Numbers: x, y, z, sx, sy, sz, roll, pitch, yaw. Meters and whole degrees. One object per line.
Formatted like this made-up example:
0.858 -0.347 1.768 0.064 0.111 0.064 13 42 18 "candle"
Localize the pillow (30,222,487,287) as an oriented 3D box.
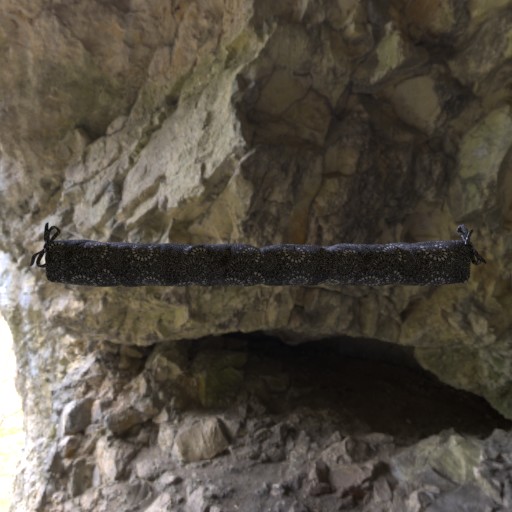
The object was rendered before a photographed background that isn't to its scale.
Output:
0.000 0.000 1.337 1.194 0.174 0.511 0 0 -1 "pillow"
